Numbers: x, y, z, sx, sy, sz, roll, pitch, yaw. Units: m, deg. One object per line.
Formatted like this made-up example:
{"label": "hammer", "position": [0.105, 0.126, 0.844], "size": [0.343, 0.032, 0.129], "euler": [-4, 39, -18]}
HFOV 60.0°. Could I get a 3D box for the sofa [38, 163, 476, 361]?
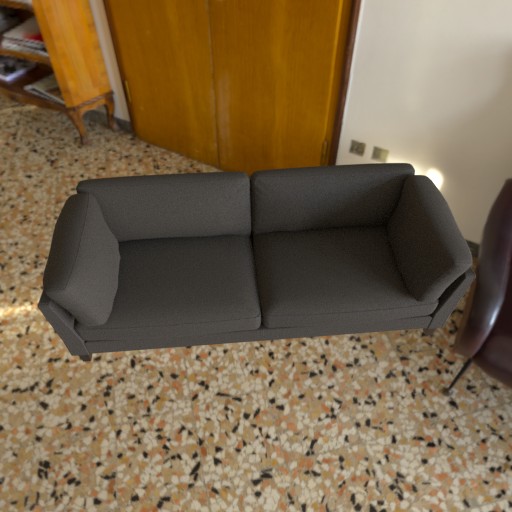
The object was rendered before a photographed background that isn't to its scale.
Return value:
{"label": "sofa", "position": [0.000, 0.000, 2.759], "size": [2.312, 0.792, 0.969], "euler": [-4, 47, -3]}
